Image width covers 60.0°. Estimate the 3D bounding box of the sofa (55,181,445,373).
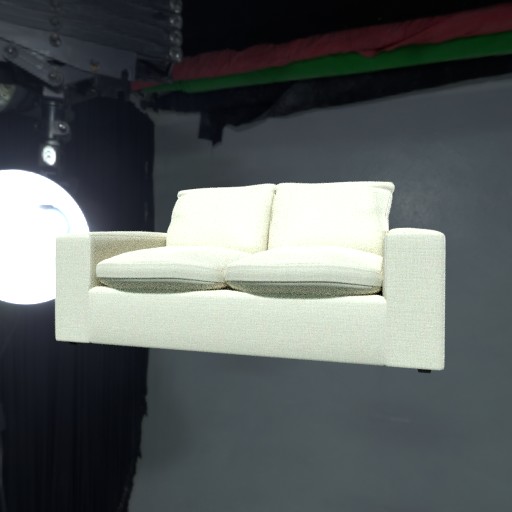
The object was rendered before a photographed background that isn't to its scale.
[{"bbox_3d":[0.000,0.000,2.334,1.754,0.875,1.091,0,1,18],"label":"sofa"}]
